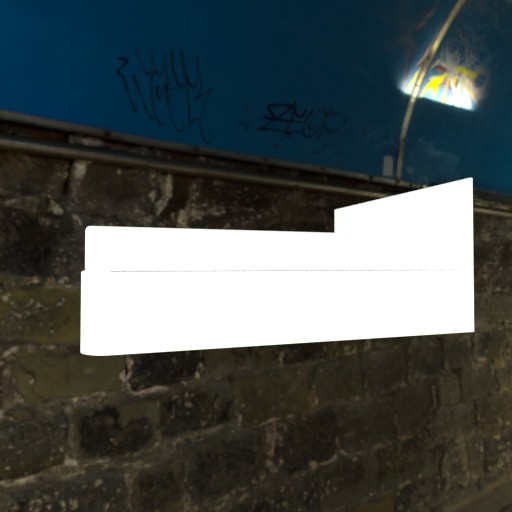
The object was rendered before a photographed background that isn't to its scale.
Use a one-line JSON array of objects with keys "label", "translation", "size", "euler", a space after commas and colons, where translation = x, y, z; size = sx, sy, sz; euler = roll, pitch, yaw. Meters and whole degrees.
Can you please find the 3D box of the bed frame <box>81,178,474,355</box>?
[{"label": "bed frame", "translation": [0.000, 0.000, 2.644], "size": [1.900, 0.800, 1.400], "euler": [0, -1, -20]}]
